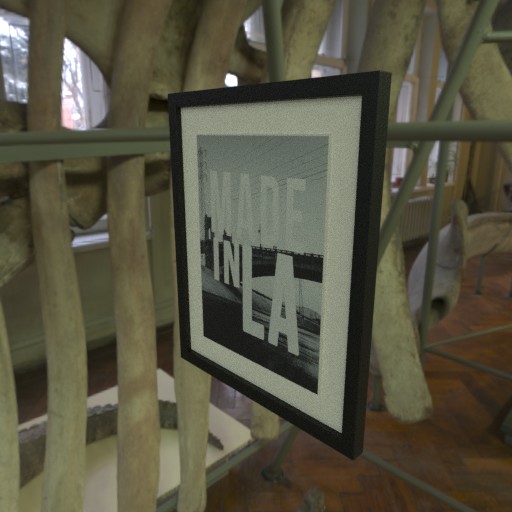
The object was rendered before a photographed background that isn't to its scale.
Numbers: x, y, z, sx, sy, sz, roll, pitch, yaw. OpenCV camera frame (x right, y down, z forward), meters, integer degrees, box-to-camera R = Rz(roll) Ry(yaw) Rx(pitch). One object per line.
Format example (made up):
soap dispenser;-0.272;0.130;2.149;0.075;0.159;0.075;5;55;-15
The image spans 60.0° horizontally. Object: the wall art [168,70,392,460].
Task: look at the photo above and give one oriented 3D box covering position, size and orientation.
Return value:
wall art;0.000;0.000;0.773;0.028;0.559;0.457;-15;21;-42
